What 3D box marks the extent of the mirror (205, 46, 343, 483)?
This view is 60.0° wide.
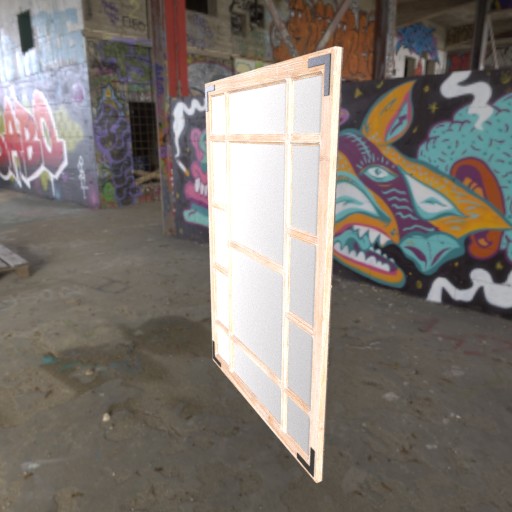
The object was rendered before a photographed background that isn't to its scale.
[{"bbox_3d":[0.000,0.000,1.277,0.025,0.996,0.705,-7,17,-26],"label":"mirror"}]
